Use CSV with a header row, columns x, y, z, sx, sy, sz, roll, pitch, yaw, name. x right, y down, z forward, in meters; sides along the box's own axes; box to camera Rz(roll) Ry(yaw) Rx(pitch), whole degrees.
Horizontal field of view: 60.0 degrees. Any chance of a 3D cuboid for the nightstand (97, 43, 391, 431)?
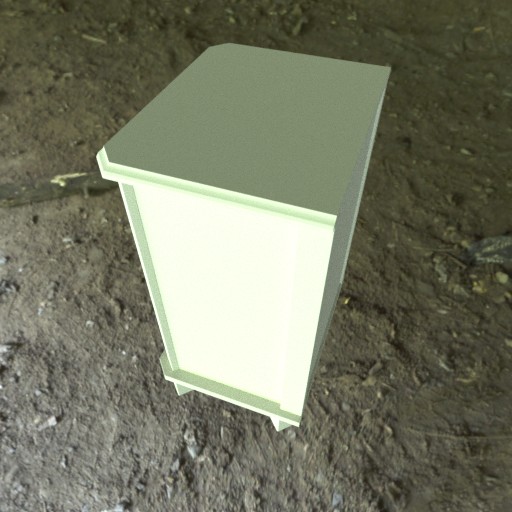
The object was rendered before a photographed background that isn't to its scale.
x,y,z,sx,sy,sz,roll,pitch,yaw,name
0.000,0.000,0.932,0.351,0.681,0.435,15,49,14,nightstand
